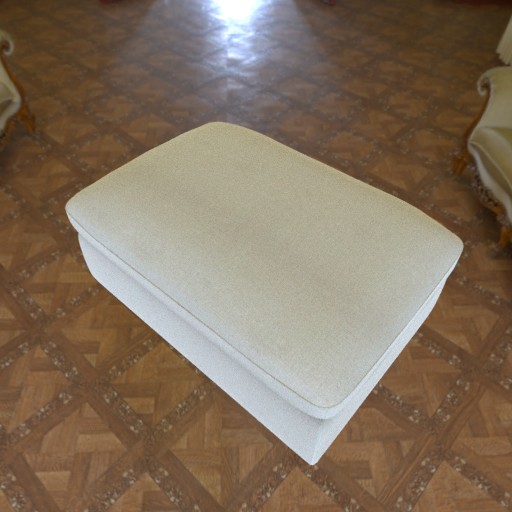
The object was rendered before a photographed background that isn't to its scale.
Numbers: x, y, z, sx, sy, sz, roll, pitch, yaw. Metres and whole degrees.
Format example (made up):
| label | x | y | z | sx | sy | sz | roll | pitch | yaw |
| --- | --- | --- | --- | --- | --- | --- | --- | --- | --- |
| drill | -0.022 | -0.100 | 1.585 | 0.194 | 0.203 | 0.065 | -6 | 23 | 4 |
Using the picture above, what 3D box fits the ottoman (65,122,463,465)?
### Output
| label | x | y | z | sx | sy | sz | roll | pitch | yaw |
| --- | --- | --- | --- | --- | --- | --- | --- | --- | --- |
| ottoman | 0.000 | 0.000 | 1.359 | 0.984 | 0.453 | 0.686 | 33 | 55 | 27 |
